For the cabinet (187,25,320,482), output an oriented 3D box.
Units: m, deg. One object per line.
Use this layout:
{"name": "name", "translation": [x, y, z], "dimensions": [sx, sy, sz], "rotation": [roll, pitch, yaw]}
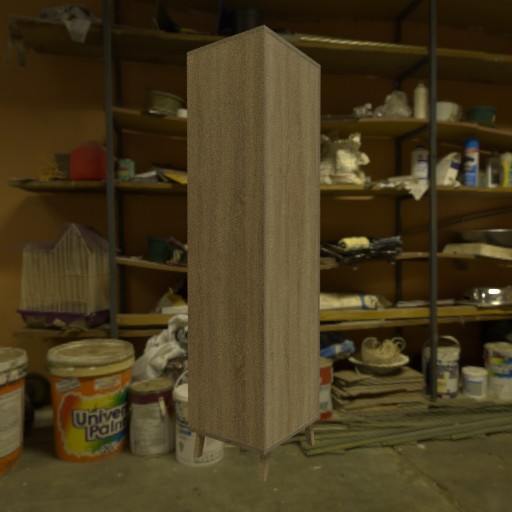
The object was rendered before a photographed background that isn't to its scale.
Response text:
{"name": "cabinet", "translation": [0.000, 0.000, 2.222], "dimensions": [0.450, 1.960, 0.510], "rotation": [1, 1, 36]}
